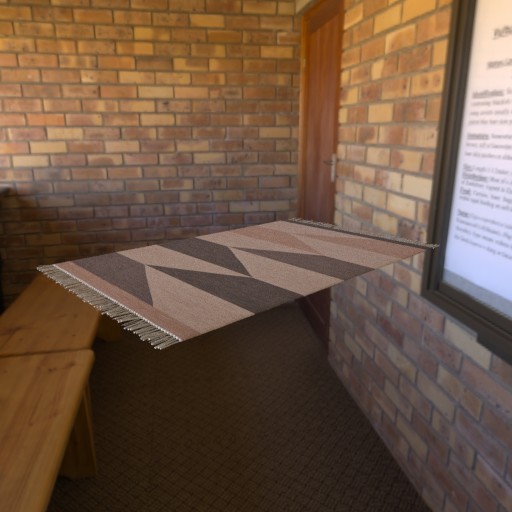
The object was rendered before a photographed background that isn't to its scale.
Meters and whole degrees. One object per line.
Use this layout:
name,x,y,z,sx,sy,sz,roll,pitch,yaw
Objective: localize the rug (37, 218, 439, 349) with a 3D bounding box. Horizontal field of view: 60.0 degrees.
rug,0.000,0.000,2.542,2.021,0.027,1.224,-14,21,-41
